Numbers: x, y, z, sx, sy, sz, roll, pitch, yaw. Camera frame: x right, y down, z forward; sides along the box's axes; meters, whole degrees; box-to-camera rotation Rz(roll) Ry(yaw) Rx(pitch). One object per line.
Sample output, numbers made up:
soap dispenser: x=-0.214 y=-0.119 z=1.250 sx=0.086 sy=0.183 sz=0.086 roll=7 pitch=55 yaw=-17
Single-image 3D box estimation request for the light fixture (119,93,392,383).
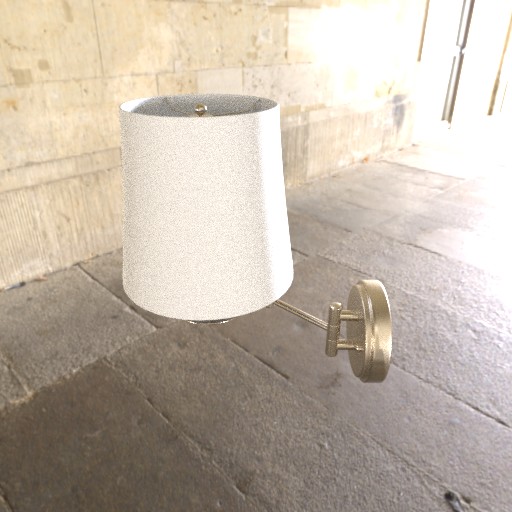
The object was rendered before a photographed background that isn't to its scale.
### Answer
light fixture: x=0.000 y=0.000 z=0.581 sx=0.348 sy=0.381 sz=0.223 roll=0 pitch=27 yaw=1
